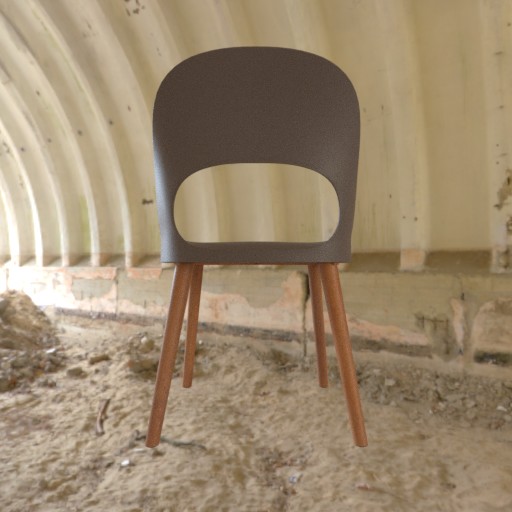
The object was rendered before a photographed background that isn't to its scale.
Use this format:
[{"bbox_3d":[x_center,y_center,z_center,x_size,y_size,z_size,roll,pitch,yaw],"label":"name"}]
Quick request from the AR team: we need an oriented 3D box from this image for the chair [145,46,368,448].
[{"bbox_3d":[0.000,0.000,1.116,0.470,0.794,0.556,0,-1,0],"label":"chair"}]
